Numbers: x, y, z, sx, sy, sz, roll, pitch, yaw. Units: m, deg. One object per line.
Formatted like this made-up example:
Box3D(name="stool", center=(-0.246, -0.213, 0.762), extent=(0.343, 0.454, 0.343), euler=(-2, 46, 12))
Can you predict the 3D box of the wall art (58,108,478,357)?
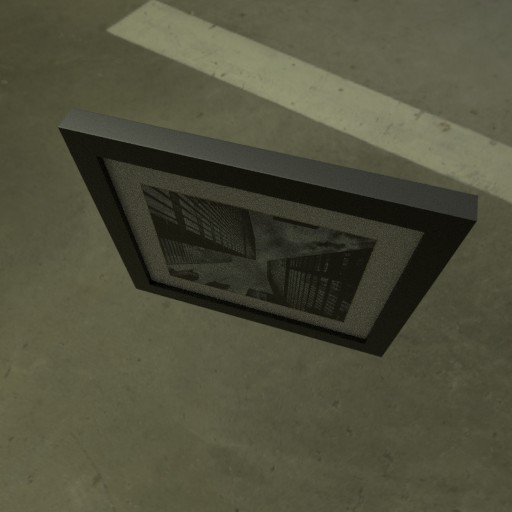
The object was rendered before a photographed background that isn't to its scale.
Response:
Box3D(name="wall art", center=(0.000, 0.000, 0.529), extent=(0.381, 0.321, 0.028), euler=(14, 59, 9))
